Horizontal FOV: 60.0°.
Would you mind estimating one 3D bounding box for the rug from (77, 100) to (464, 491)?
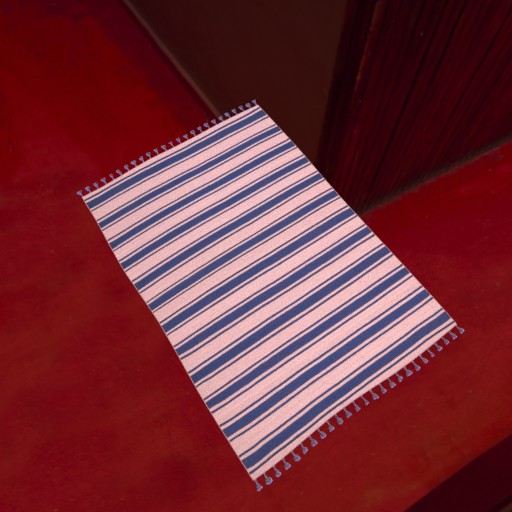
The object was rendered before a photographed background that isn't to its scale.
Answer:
[{"bbox_3d":[0.000,0.000,2.940,1.544,0.010,2.315,-32,69,-14],"label":"rug"}]
